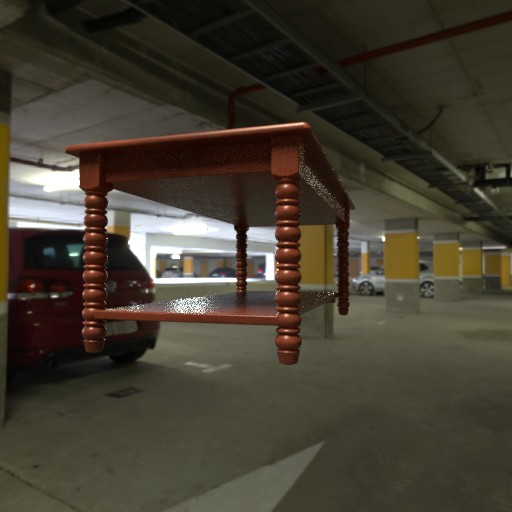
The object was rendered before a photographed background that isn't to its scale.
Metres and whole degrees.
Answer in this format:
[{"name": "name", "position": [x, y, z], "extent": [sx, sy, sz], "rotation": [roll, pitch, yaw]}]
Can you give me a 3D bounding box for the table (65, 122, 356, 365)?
[{"name": "table", "position": [0.000, 0.000, 1.496], "extent": [0.580, 0.485, 1.171], "rotation": [-1, -2, 17]}]
